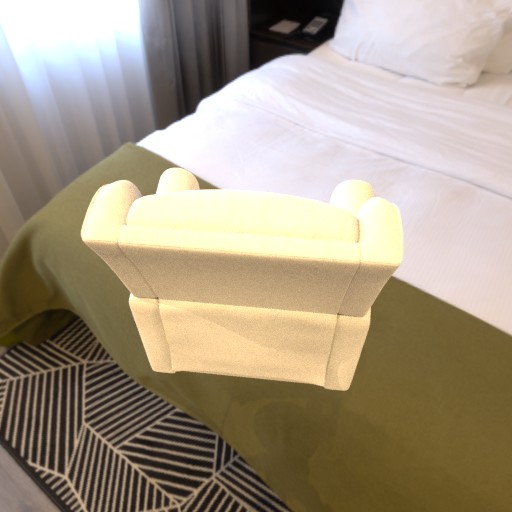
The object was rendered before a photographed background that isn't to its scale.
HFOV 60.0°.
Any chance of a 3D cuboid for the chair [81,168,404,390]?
[{"bbox_3d":[0.000,0.000,1.668,0.906,0.967,0.854,5,46,4],"label":"chair"}]
